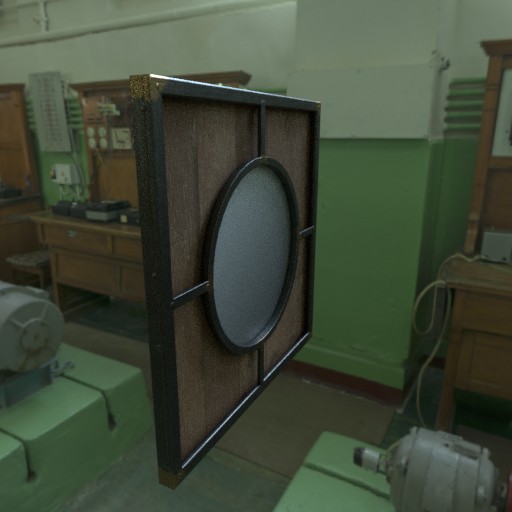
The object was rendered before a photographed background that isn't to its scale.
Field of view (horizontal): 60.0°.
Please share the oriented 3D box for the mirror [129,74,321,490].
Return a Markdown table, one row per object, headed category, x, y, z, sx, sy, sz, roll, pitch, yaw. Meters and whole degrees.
| category | x | y | z | sx | sy | sz | roll | pitch | yaw |
| --- | --- | --- | --- | --- | --- | --- | --- | --- | --- |
| mirror | 0.000 | 0.000 | 0.550 | 0.020 | 0.381 | 0.382 | 8 | 18 | 27 |
